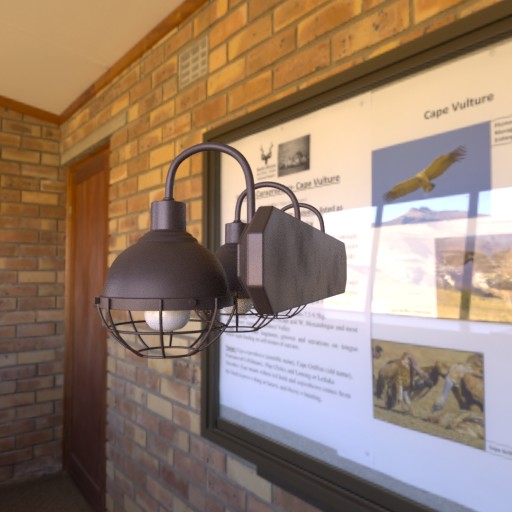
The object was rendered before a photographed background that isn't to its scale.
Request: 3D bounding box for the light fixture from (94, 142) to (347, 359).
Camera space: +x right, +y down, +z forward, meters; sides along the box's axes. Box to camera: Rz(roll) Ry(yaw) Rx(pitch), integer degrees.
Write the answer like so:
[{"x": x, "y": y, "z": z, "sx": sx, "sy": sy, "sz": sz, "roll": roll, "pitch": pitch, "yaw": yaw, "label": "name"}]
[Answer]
[{"x": 0.000, "y": 0.000, "z": 0.757, "sx": 0.229, "sy": 0.254, "sz": 0.634, "roll": -1, "pitch": -3, "yaw": 19, "label": "light fixture"}]
